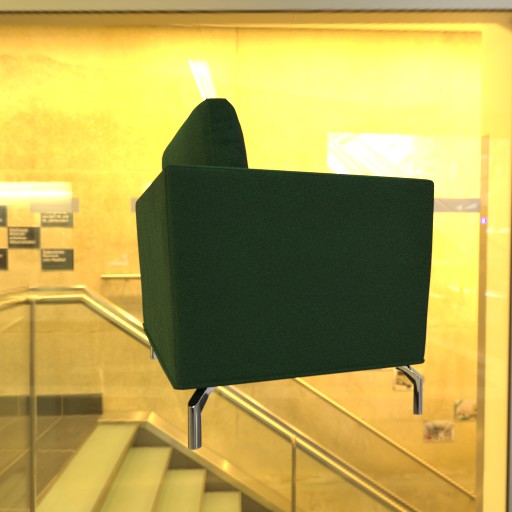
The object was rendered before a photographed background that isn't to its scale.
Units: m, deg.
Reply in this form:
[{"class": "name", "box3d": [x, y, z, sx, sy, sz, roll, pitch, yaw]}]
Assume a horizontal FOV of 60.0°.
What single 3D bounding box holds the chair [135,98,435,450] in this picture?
[{"class": "chair", "box3d": [0.000, 0.000, 1.748, 0.852, 0.997, 1.047, -1, 2, -19]}]
